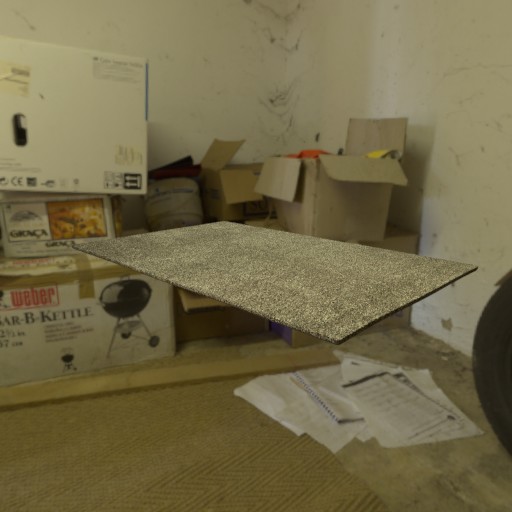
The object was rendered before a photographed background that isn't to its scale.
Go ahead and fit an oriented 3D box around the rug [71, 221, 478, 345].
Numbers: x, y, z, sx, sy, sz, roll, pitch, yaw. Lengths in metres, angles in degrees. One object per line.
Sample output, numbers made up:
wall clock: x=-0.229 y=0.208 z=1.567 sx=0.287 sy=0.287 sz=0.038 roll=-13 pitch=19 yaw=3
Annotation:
rug: x=0.000 y=0.000 z=2.983 sx=2.352 sy=0.025 sz=1.501 roll=13 pitch=19 yaw=43
